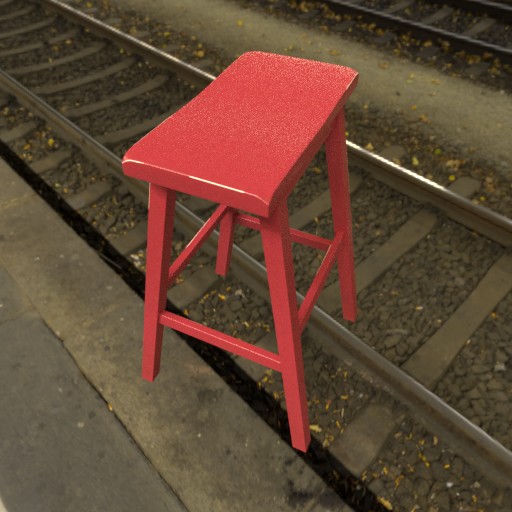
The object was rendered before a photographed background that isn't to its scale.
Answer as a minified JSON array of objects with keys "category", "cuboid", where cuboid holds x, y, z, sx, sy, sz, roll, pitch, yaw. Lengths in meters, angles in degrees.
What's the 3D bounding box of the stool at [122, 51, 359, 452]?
[{"category":"stool","cuboid":[0.000,0.000,1.023,0.476,0.737,0.457,18,49,17]}]
